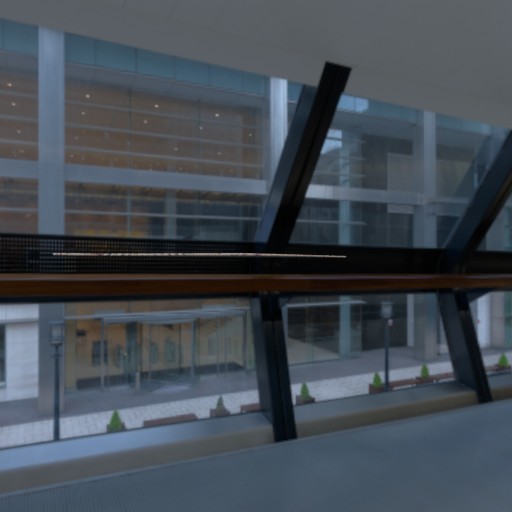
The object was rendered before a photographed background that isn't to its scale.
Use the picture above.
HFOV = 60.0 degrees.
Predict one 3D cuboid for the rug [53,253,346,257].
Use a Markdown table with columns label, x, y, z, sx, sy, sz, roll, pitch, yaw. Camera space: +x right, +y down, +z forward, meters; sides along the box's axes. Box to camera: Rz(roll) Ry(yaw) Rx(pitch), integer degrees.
| label | x | y | z | sx | sy | sz | roll | pitch | yaw |
| --- | --- | --- | --- | --- | --- | --- | --- | --- | --- |
| rug | 0.000 | 0.000 | 2.668 | 0.771 | 0.009 | 2.443 | 0 | 0 | 19 |
